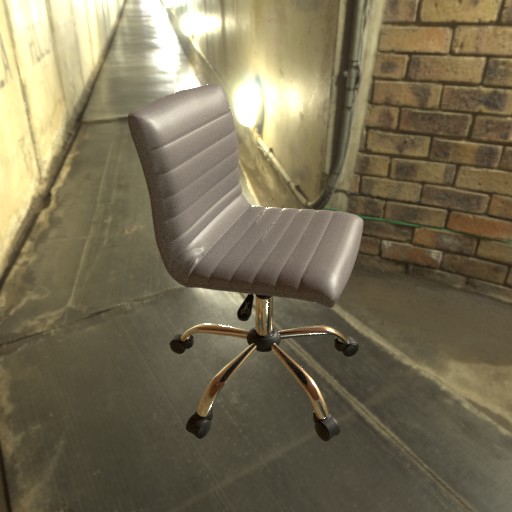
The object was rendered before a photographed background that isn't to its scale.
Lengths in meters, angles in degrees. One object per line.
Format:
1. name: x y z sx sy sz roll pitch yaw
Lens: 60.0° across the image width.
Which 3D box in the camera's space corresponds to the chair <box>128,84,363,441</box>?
1. chair: 0.000 0.000 1.098 0.542 0.750 0.569 10 31 17
